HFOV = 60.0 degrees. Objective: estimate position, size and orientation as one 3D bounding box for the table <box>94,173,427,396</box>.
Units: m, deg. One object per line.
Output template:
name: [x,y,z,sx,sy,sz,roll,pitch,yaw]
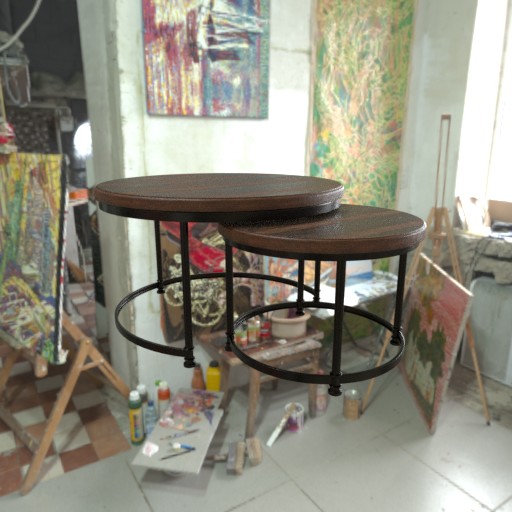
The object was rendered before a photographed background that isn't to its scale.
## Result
table: [0.000,0.000,1.603,1.152,0.516,0.870,8,17,27]
